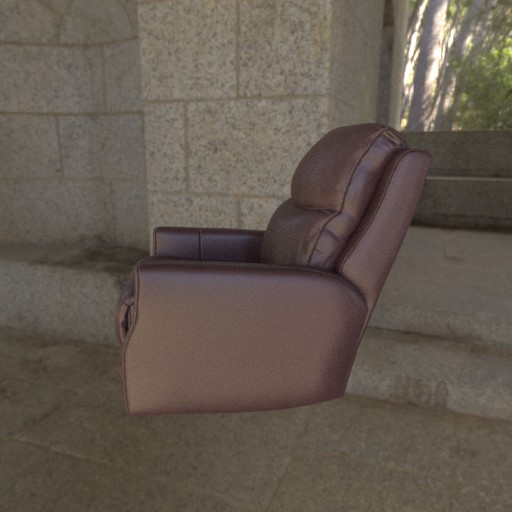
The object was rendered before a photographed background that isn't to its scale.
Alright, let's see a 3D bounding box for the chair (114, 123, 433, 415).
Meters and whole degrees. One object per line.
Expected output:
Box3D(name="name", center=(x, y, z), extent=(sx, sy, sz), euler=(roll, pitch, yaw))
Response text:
Box3D(name="chair", center=(0.000, 0.000, 1.809), extent=(1.080, 1.030, 0.829), euler=(-2, 14, -8))
